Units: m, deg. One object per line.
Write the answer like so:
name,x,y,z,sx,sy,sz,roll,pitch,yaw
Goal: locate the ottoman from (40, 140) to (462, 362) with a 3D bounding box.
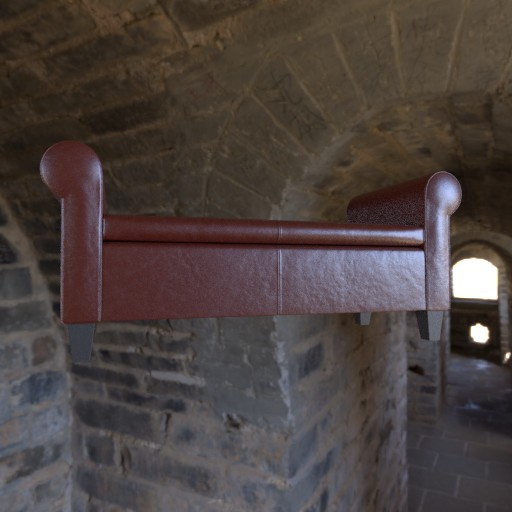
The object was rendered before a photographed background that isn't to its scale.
ottoman,0.000,0.000,1.490,1.256,0.547,0.521,1,-2,-18
